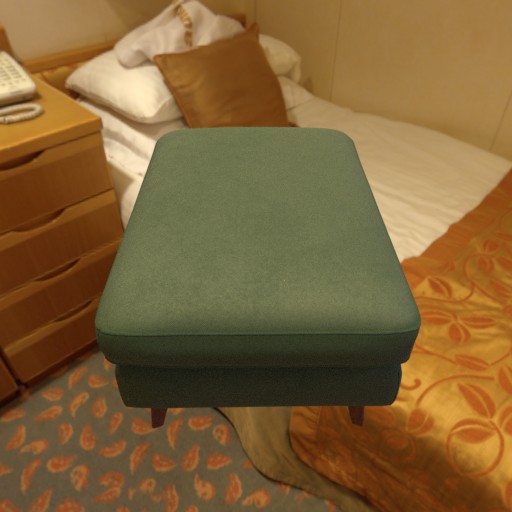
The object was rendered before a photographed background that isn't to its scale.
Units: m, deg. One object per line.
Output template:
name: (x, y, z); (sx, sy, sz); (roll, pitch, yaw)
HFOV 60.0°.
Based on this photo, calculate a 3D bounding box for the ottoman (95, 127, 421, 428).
ottoman: (0.000, 0.000, 1.170); (0.608, 0.449, 0.811); (0, 41, 0)
